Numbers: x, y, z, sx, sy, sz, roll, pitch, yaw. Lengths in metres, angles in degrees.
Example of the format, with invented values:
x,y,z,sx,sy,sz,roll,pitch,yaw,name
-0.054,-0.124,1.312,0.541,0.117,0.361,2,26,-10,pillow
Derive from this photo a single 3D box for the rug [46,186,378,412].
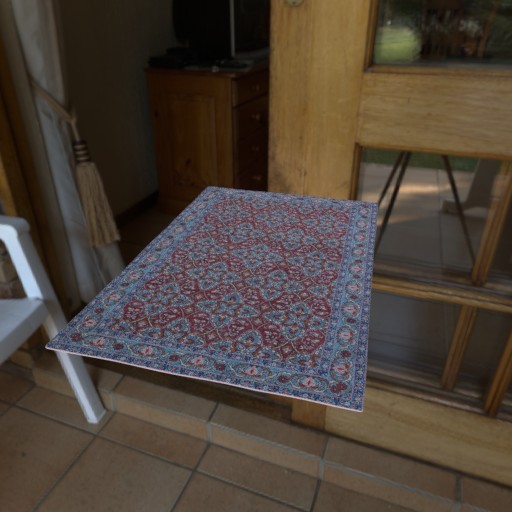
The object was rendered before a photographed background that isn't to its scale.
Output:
x,y,z,sx,sy,sz,roll,pitch,yaw,name
0.000,0.000,2.356,1.219,0.009,1.829,8,30,13,rug
